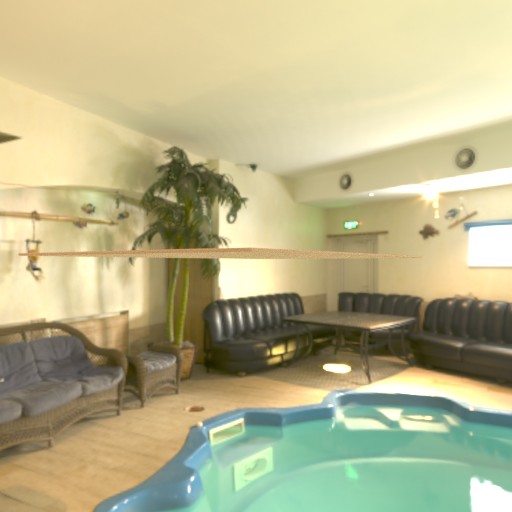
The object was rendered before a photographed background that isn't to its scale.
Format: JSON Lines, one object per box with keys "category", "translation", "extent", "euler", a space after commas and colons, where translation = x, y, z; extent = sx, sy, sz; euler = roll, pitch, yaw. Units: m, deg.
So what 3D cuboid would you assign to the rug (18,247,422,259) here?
{"category": "rug", "translation": [0.000, 0.000, 2.860], "extent": [1.526, 0.014, 2.290], "euler": [-1, -1, 34]}
